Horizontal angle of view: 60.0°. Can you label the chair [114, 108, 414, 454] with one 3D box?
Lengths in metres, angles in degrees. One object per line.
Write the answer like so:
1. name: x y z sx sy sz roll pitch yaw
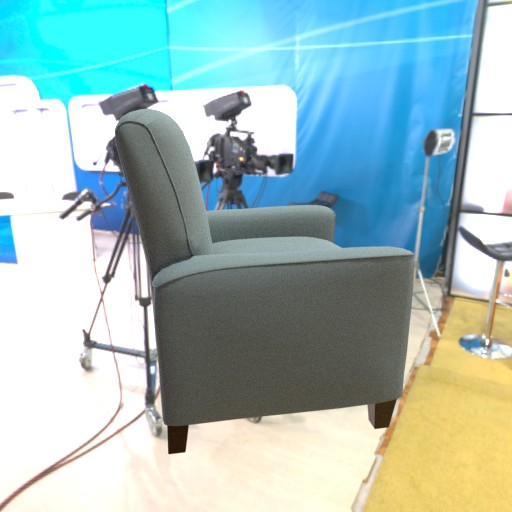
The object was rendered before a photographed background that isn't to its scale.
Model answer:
1. chair: 0.000 0.000 1.618 0.846 1.007 0.853 -3 17 -9
